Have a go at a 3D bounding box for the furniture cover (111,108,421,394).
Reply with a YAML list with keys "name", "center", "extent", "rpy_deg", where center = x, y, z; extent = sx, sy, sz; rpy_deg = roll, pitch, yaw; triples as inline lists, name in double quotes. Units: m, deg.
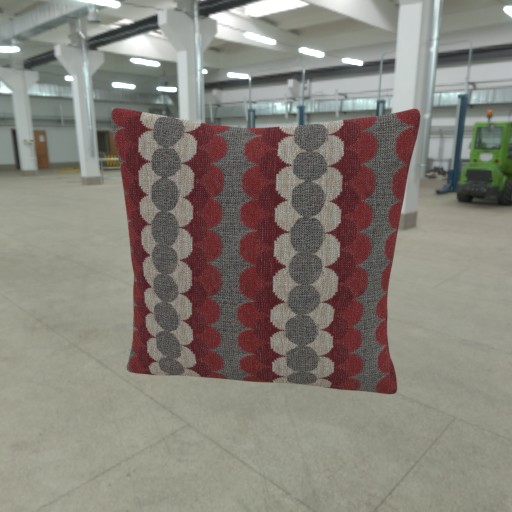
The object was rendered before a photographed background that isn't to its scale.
- name: "furniture cover"
  center: [0.000, 0.000, 0.656]
  extent: [0.435, 0.420, 0.145]
  rpy_deg: [2, 15, 8]
